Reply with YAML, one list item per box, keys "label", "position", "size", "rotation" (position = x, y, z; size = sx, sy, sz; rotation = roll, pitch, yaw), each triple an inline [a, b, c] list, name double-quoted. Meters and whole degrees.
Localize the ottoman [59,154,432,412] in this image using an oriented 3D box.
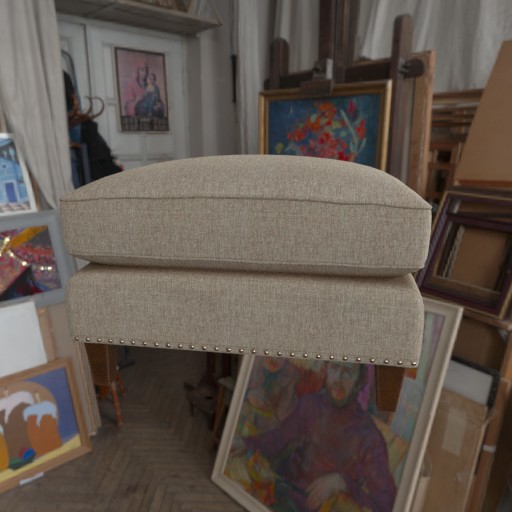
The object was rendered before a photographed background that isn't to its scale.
- label: "ottoman"
  position: [0.000, 0.000, 1.152]
  size: [0.741, 0.513, 0.584]
  rotation: [2, 14, 9]
